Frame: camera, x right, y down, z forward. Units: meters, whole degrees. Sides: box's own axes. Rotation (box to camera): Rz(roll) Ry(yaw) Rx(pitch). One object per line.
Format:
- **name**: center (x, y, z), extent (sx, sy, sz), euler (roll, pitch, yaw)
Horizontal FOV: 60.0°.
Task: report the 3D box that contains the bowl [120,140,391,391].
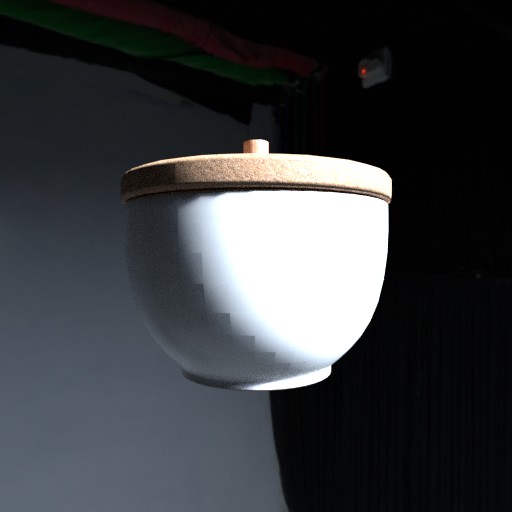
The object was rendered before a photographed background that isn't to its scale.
- **bowl**: center (0.000, 0.000, 0.216), extent (0.126, 0.110, 0.126), euler (0, 0, 0)
